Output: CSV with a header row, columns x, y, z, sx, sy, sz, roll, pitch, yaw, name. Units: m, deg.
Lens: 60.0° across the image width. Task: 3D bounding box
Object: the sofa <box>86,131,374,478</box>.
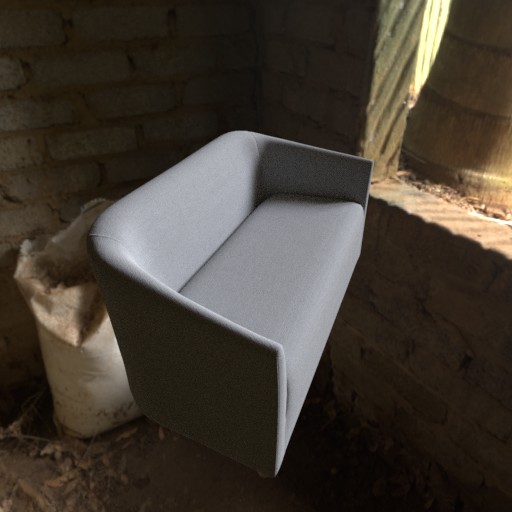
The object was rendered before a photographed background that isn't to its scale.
x,y,z,sx,sy,sz,roll,pitch,yaw,name
0.000,0.000,1.844,0.705,0.721,1.452,12,34,18,sofa
